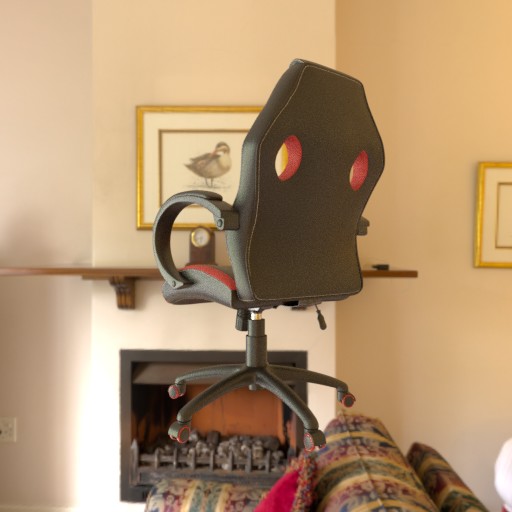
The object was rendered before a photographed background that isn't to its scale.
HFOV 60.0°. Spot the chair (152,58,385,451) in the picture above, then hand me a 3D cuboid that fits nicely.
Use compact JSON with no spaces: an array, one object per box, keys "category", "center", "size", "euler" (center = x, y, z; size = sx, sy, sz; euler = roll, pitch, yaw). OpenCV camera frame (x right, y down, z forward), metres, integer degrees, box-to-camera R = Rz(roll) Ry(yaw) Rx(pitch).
[{"category":"chair","center":[0.000,0.000,1.669],"size":[0.750,1.189,0.783],"euler":[0,0,-37]}]
